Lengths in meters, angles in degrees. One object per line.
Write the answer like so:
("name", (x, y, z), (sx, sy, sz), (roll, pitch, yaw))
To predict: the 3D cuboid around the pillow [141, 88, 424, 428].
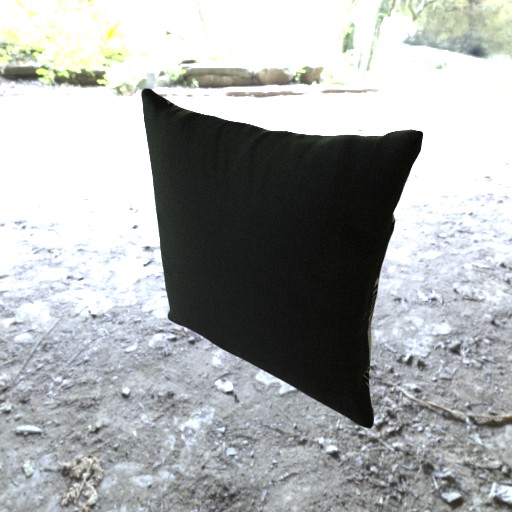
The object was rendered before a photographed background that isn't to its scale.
("pillow", (0.000, 0.000, 0.659), (0.432, 0.432, 0.139), (21, 36, 32))
